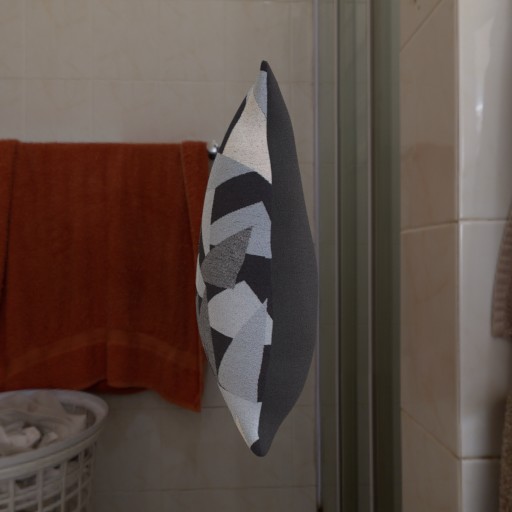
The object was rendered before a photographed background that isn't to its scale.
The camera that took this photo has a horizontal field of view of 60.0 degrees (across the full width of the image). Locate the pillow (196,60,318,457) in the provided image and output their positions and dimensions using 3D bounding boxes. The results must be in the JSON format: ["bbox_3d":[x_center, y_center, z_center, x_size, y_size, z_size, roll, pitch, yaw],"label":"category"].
[{"bbox_3d":[0.000,0.000,0.788,0.208,0.496,0.503,0,0,0],"label":"pillow"}]
